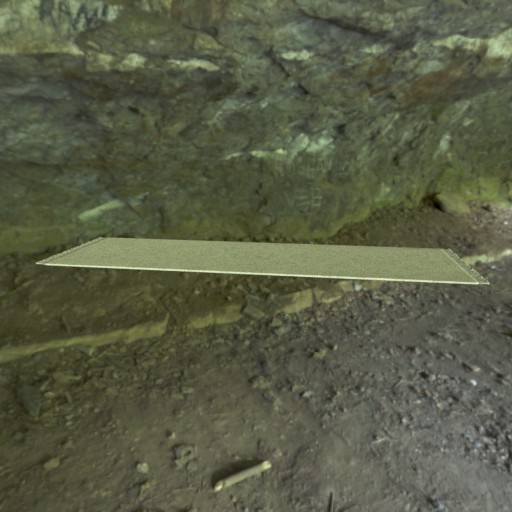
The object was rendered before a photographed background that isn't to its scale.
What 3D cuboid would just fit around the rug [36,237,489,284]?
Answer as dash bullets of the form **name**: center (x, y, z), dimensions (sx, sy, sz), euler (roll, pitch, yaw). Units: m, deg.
- **rug**: center (0.000, 0.000, 2.840), dimensions (2.544, 0.015, 0.795), euler (2, 14, 9)
